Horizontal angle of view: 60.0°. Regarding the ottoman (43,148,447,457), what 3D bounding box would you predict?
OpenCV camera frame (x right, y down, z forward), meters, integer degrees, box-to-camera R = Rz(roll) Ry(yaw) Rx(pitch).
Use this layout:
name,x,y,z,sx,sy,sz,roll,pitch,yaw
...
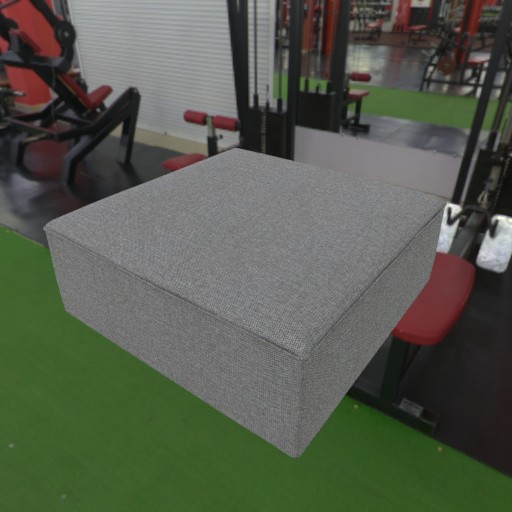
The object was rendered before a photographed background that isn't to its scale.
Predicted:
name,x,y,z,sx,sy,sz,roll,pitch,yaw
ottoman,0.000,0.000,1.604,1.023,0.423,1.017,22,38,31
